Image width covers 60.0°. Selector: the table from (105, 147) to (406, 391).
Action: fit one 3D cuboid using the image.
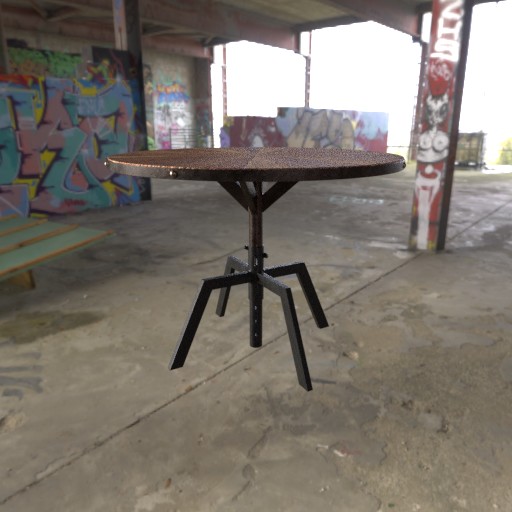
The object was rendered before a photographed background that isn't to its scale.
[{"bbox_3d":[0.000,0.000,1.470,0.885,0.658,0.885,0,17,0],"label":"table"}]
